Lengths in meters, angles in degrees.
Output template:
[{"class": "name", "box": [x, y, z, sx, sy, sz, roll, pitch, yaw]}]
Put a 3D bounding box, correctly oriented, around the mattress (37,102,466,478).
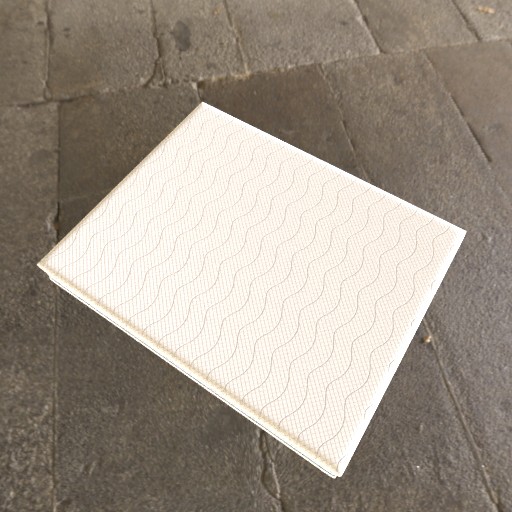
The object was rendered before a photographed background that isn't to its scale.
[{"class": "mattress", "box": [0.000, 0.000, 2.715, 2.000, 0.230, 1.600, 30, 65, 15]}]
